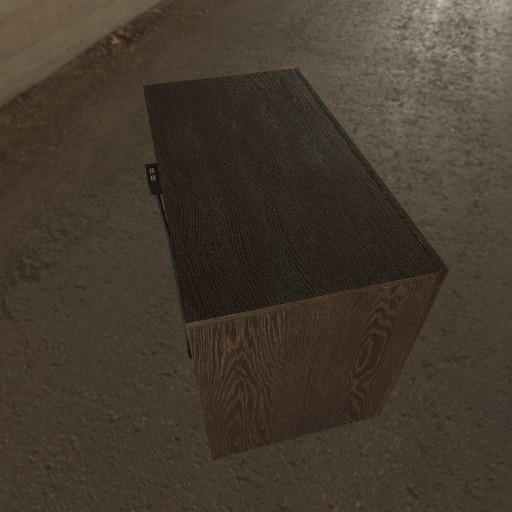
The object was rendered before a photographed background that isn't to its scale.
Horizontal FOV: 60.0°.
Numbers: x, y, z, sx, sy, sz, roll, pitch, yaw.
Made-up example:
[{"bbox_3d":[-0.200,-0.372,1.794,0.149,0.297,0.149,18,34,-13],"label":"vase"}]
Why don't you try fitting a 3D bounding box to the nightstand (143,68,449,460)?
[{"bbox_3d":[0.000,0.000,1.155,0.457,0.612,0.775,-11,47,-10],"label":"nightstand"}]
